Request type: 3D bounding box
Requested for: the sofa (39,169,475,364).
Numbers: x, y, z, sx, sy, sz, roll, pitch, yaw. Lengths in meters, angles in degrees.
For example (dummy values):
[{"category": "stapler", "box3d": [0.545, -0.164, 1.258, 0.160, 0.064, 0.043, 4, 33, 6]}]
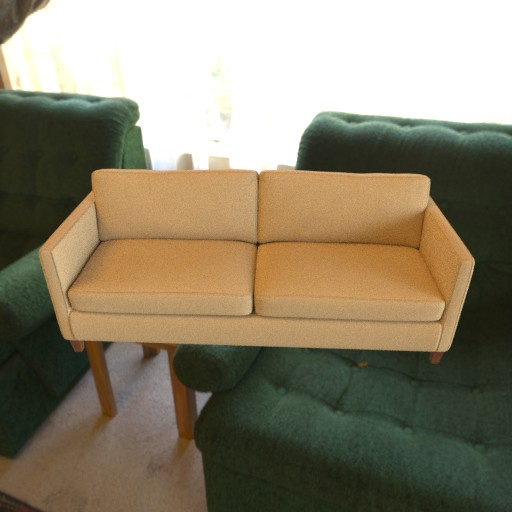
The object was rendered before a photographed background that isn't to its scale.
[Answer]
[{"category": "sofa", "box3d": [0.000, 0.000, 2.873, 2.361, 0.968, 0.951, 1, 31, 2]}]
